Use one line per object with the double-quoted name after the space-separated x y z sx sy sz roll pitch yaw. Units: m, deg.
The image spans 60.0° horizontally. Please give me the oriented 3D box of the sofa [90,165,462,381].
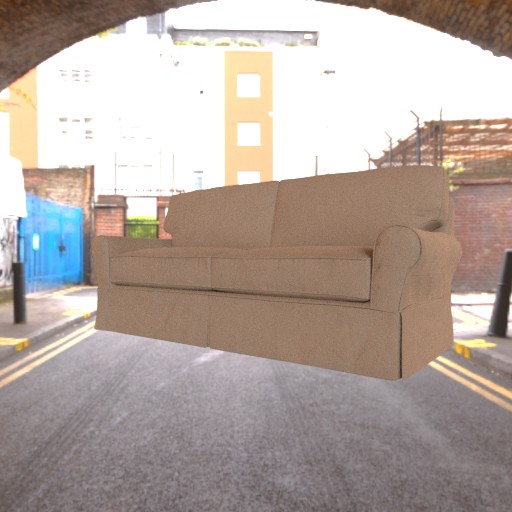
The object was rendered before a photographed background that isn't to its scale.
0.000 0.000 2.744 2.246 1.014 0.900 0 1 36 "sofa"
